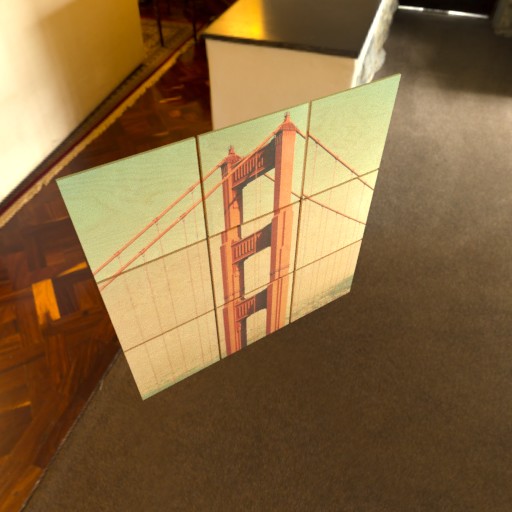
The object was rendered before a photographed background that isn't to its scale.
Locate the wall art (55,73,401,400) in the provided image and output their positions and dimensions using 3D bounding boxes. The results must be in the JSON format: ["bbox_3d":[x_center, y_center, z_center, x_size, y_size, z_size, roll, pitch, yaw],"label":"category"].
[{"bbox_3d":[0.000,0.000,2.253,1.517,1.523,0.013,-24,50,-21],"label":"wall art"}]
